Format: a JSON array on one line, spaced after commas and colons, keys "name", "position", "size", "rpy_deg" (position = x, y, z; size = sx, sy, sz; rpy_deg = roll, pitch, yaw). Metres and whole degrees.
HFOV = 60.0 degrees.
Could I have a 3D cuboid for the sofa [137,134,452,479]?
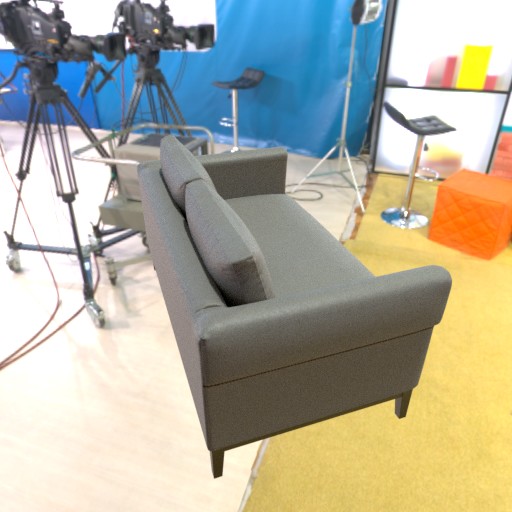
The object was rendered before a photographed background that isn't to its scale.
[{"name": "sofa", "position": [0.000, 0.000, 2.142], "size": [0.899, 0.873, 1.598], "rpy_deg": [-10, 32, -17]}]
